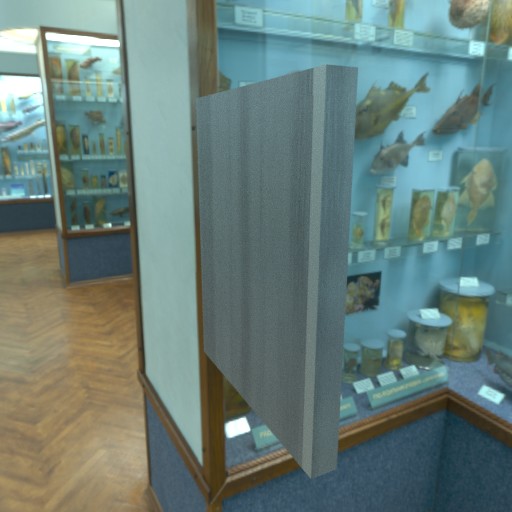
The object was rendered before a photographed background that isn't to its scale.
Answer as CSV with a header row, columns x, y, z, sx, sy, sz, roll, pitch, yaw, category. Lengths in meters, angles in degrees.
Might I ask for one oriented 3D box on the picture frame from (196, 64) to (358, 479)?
x,y,z,sx,sy,sz,roll,pitch,yaw,category
0.000,0.000,0.774,0.046,0.555,0.449,-7,16,-26,picture frame
